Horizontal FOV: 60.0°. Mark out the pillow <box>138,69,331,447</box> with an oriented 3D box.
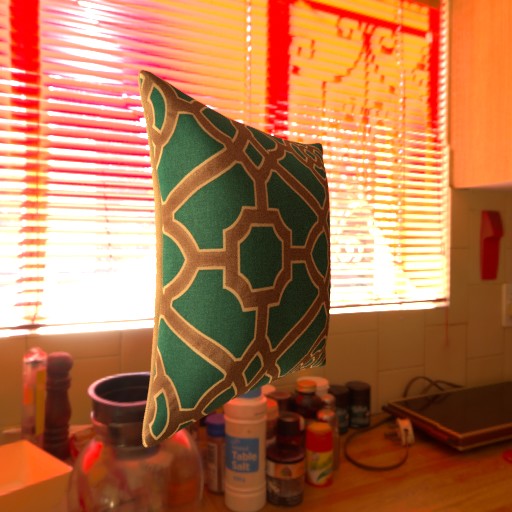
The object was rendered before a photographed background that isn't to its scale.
[{"bbox_3d":[0.000,0.000,0.802,0.166,0.507,0.526,1,1,35],"label":"pillow"}]
